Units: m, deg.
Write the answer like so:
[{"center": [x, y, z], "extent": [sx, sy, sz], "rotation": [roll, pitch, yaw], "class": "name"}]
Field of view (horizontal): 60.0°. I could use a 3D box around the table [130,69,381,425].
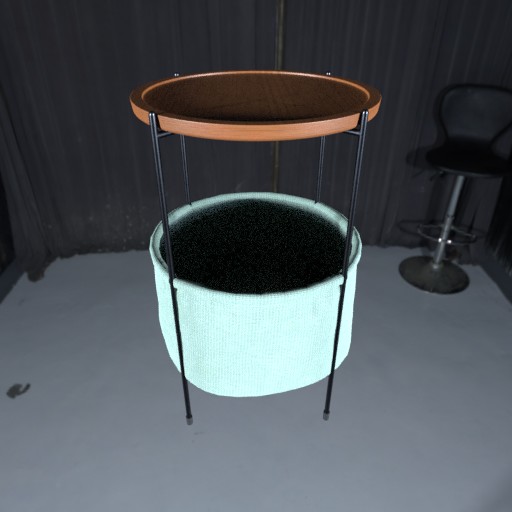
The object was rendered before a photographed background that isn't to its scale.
[{"center": [0.000, 0.000, 0.863], "extent": [0.400, 0.623, 0.400], "rotation": [-1, 32, -2], "class": "table"}]
